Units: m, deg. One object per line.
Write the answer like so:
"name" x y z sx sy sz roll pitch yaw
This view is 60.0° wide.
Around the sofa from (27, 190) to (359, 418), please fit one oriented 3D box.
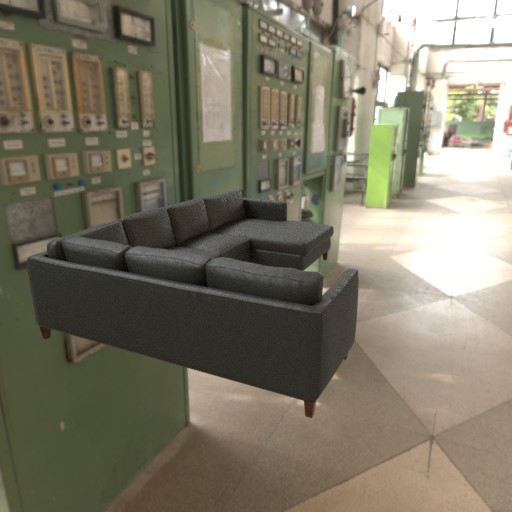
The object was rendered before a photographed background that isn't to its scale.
"sofa" 0.000 0.000 4.651 2.593 0.923 3.460 8 18 25
